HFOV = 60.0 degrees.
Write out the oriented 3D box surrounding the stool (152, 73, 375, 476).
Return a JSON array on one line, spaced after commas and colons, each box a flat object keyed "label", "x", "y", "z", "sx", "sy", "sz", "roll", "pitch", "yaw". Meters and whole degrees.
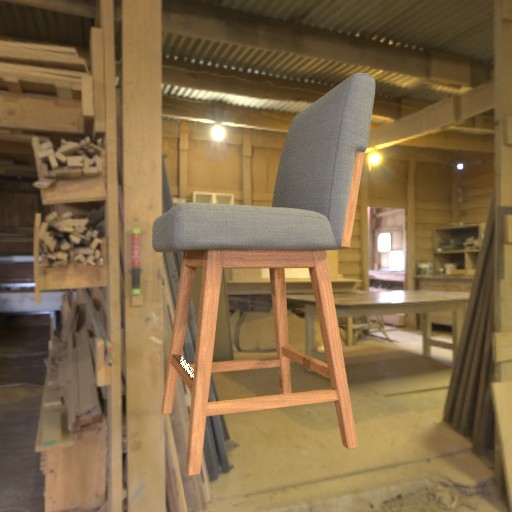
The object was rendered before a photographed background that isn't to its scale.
[{"label": "stool", "x": 0.000, "y": 0.000, "z": 1.321, "sx": 0.570, "sy": 1.019, "sz": 0.459, "roll": 0, "pitch": 0, "yaw": -20}]
